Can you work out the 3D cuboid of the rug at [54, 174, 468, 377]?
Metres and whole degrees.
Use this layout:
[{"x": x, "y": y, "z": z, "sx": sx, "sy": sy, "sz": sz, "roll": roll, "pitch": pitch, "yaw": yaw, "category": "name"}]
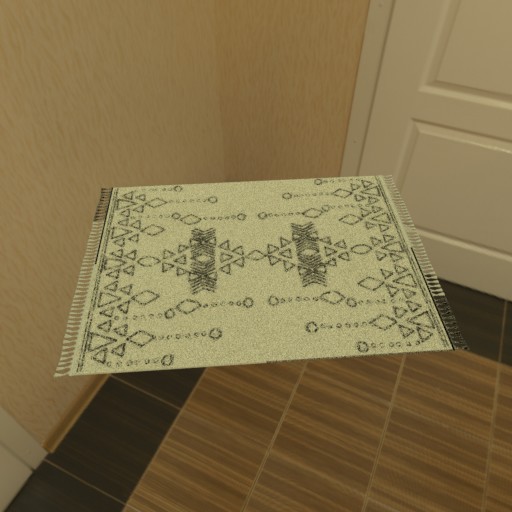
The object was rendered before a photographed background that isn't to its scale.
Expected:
[{"x": 0.000, "y": 0.000, "z": 2.992, "sx": 2.312, "sy": 0.013, "sz": 1.600, "roll": -3, "pitch": 48, "yaw": -3, "category": "rug"}]
